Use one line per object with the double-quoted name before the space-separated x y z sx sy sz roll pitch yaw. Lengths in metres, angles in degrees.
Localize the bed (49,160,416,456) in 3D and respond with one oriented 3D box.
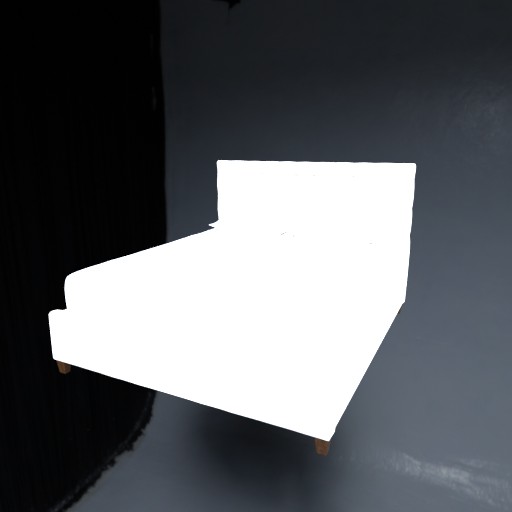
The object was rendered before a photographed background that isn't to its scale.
"bed" 0.000 0.000 3.590 2.078 1.427 2.387 7 15 26
